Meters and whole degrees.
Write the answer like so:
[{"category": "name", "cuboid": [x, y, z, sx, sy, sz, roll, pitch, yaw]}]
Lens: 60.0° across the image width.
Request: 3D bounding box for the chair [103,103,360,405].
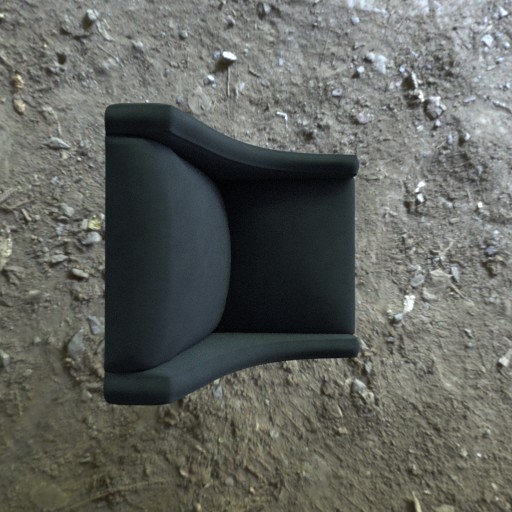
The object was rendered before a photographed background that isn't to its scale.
[{"category": "chair", "cuboid": [0.000, 0.000, 1.330, 0.629, 0.895, 0.629, 0, 89, -1]}]
